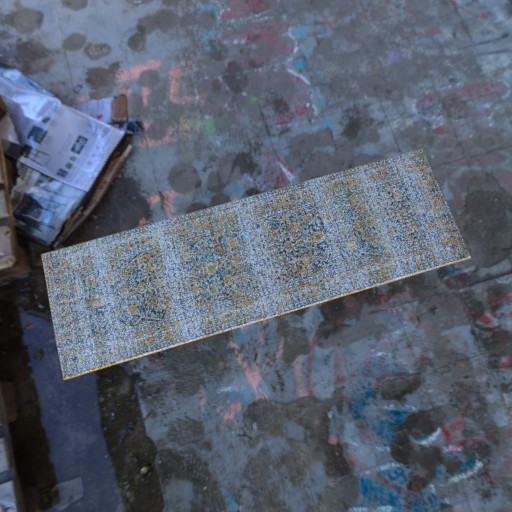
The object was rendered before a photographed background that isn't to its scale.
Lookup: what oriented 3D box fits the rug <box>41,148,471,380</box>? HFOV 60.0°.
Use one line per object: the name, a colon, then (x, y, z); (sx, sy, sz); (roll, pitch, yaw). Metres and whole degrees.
rug: (0.000, 0.000, 2.466); (2.294, 0.014, 0.704); (-16, 76, -4)
